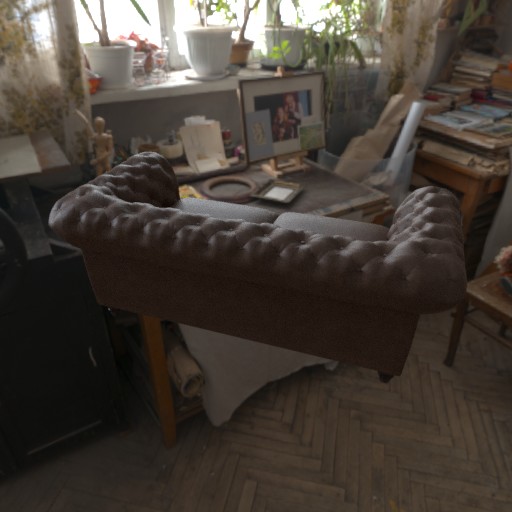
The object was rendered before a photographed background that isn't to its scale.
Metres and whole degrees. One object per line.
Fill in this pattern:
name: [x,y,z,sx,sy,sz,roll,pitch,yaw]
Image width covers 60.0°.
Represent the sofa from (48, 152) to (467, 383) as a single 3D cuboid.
sofa: [0.000,0.000,2.482,2.048,0.784,0.955,10,33,16]
